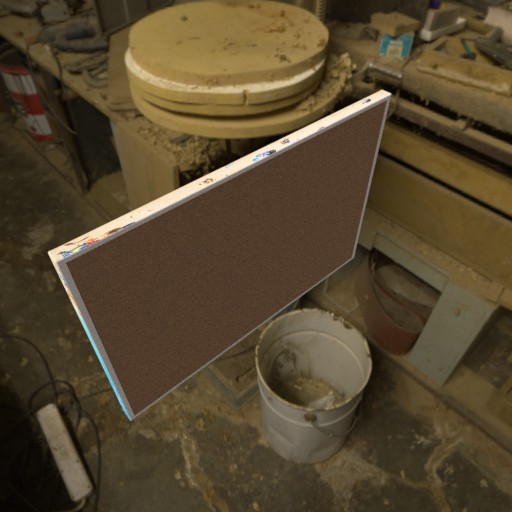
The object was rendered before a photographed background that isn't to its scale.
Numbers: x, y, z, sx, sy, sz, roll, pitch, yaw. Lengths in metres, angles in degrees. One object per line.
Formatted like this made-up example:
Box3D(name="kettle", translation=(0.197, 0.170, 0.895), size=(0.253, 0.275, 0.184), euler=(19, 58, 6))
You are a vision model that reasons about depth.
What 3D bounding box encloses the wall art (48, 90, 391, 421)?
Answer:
Box3D(name="wall art", translation=(0.000, 0.000, 1.460), size=(1.136, 0.769, 0.040), euler=(-32, 54, -27))
